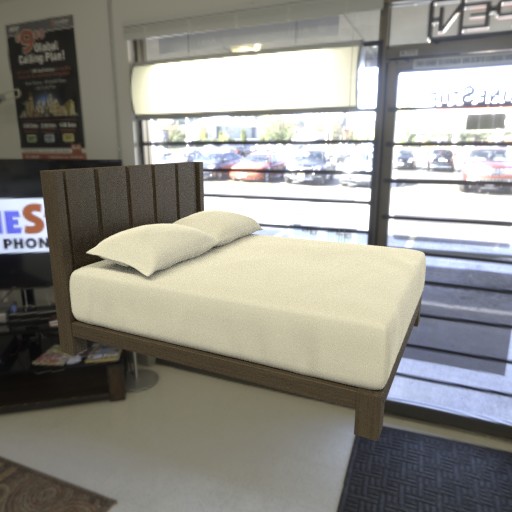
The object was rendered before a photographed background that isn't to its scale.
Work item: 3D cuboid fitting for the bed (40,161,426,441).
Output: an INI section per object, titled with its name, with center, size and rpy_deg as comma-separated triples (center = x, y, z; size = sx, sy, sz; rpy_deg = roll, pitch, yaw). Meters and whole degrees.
[bed]
center = 0.000, 0.000, 3.270
size = 2.242, 1.270, 1.727
rpy_deg = 7, 16, 25
